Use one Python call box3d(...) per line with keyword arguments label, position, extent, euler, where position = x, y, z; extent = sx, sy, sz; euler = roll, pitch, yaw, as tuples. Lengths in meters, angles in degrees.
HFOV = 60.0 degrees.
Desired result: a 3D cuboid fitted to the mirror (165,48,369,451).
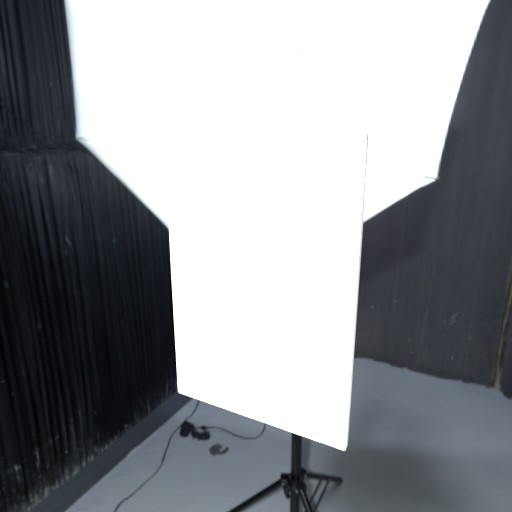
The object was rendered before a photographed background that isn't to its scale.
box3d(label="mirror", position=(0.000, 0.000, 0.850), extent=(0.403, 0.717, 0.022), euler=(9, 19, 28))
